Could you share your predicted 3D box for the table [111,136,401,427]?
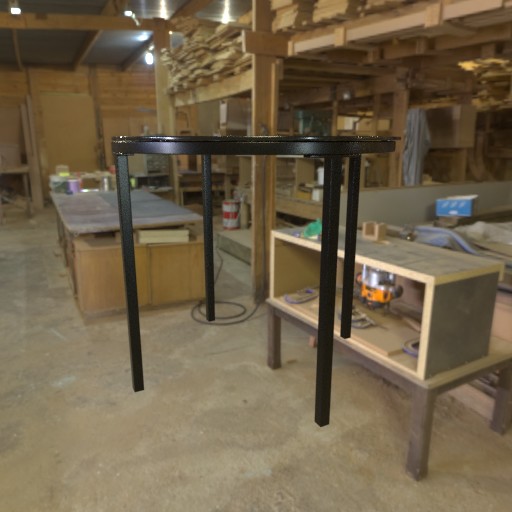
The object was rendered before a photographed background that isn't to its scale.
[{"bbox_3d":[0.000,0.000,0.855,0.499,0.443,0.499,0,15,0],"label":"table"}]
